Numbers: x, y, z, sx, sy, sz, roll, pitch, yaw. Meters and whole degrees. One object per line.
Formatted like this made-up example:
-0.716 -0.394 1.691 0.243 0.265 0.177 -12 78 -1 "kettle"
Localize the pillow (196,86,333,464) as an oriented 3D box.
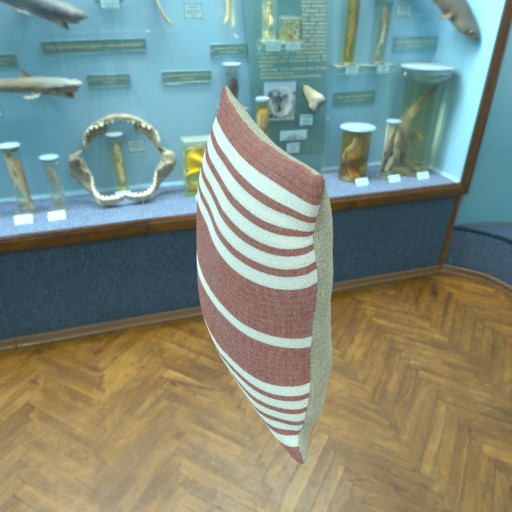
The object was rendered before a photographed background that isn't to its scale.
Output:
0.000 0.000 0.680 0.182 0.427 0.439 -8 32 -13 "pillow"
